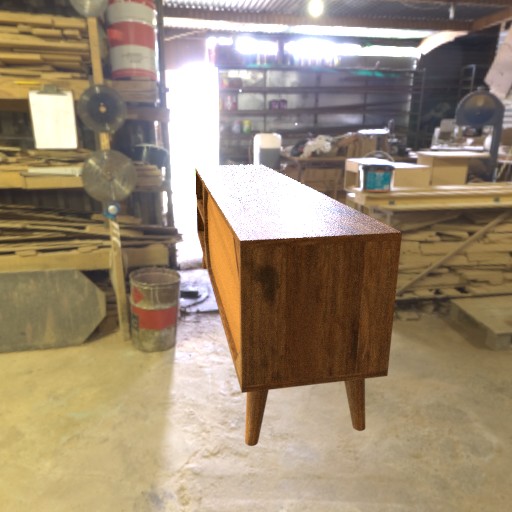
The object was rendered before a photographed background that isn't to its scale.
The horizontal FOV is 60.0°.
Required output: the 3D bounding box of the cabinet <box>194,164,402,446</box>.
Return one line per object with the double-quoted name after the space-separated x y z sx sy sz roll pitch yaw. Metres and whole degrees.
0.000 0.000 1.666 0.349 0.528 1.448 -3 18 -11 "cabinet"
